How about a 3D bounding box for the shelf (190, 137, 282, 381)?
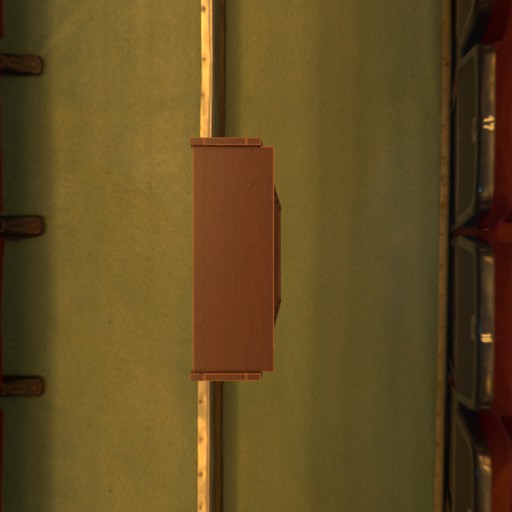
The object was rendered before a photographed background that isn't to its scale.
[{"bbox_3d":[0.000,0.000,2.141,0.381,1.892,0.660,0,91,-1],"label":"shelf"}]
